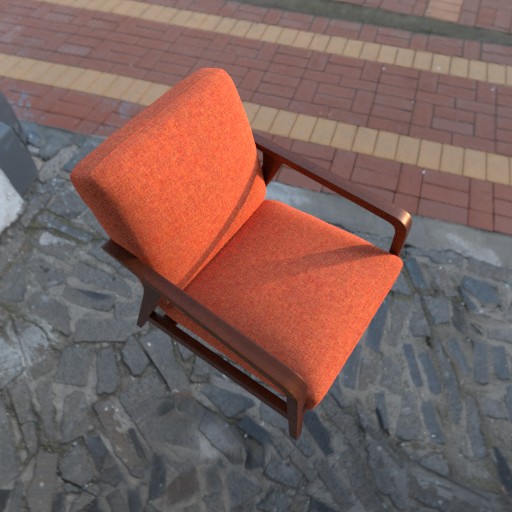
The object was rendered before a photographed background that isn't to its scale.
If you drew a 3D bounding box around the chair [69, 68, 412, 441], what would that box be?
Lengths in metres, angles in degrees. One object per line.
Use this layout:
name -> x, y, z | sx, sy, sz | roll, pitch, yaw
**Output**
chair -> 0.000, 0.000, 1.516 | 0.860, 0.890, 0.719 | 31, 62, 18
